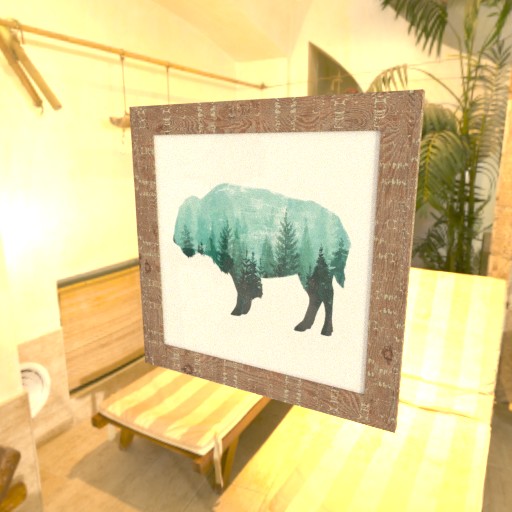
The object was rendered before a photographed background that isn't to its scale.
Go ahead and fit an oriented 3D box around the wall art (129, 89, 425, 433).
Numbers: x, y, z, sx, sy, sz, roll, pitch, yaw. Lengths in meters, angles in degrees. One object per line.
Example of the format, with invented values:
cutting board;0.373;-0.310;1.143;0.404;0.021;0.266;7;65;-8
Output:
wall art;0.000;0.000;0.571;0.380;0.380;0.022;7;15;27
